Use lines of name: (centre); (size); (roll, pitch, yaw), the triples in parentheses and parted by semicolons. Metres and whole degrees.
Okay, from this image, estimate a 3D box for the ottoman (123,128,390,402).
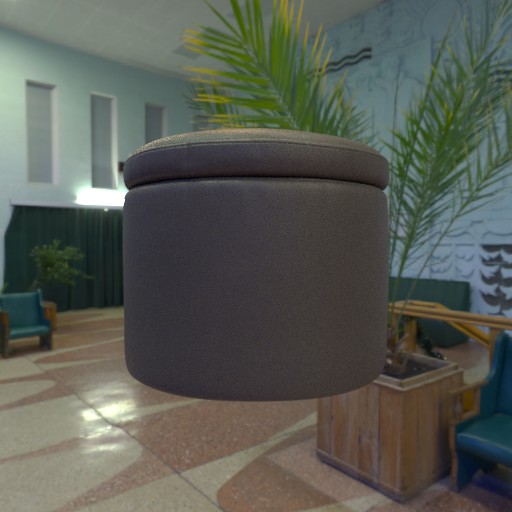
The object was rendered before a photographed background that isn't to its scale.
ottoman: (0.000, 0.000, 0.869); (0.500, 0.409, 0.500); (0, 2, 0)
